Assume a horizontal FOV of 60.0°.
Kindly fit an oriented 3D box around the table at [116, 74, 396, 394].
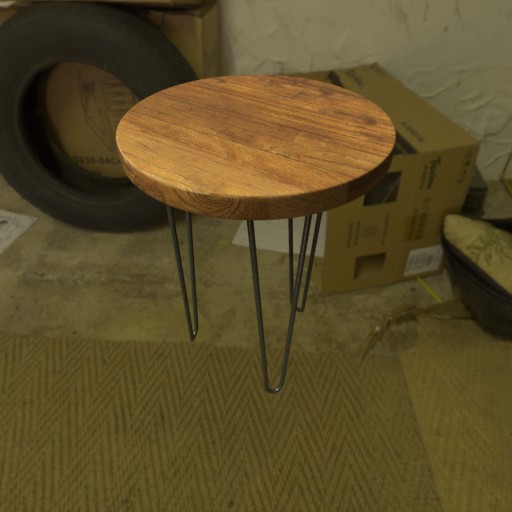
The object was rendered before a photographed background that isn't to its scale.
[{"bbox_3d":[0.000,0.000,0.816,0.400,0.520,0.400,0,41,0],"label":"table"}]
